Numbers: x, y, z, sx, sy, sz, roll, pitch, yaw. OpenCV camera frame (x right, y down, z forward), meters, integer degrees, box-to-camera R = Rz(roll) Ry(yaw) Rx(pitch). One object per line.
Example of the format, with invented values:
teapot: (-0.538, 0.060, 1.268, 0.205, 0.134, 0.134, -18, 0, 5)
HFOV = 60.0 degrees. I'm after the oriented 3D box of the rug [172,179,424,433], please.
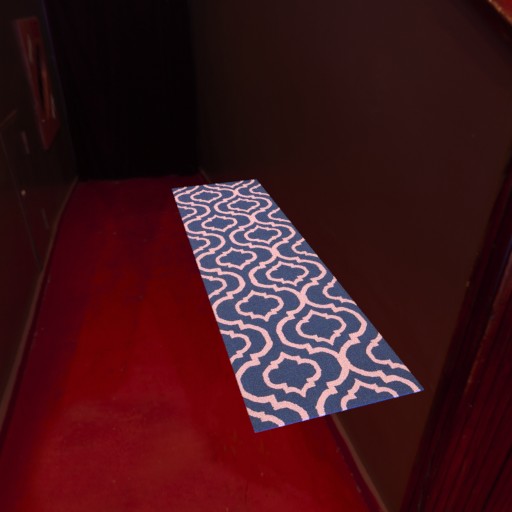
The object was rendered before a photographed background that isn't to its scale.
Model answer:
rug: (0.000, 0.000, 2.585, 0.685, 0.006, 2.296, -9, 32, -14)
